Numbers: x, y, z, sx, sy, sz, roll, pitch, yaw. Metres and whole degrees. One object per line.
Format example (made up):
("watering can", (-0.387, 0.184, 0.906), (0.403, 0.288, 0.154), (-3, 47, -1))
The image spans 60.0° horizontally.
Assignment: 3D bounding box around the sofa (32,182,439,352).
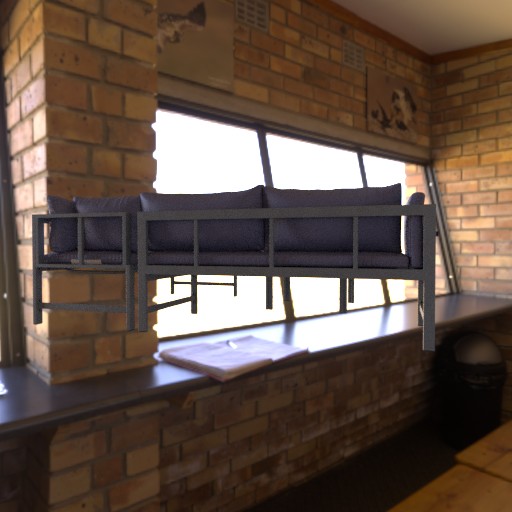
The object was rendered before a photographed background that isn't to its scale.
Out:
("sofa", (0.000, 0.000, 2.990), (2.149, 0.762, 1.658), (0, 2, 18))
